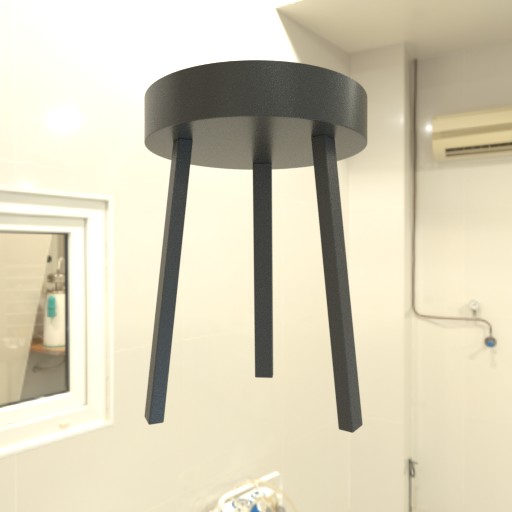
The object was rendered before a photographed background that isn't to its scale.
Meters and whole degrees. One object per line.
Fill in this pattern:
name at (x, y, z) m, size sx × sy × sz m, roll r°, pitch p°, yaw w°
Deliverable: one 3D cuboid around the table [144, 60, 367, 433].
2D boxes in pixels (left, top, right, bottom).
table at (0.000, 0.000, 0.834) m, size 0.406 × 0.559 × 0.406 m, roll 0°, pitch 0°, yaw 0°
